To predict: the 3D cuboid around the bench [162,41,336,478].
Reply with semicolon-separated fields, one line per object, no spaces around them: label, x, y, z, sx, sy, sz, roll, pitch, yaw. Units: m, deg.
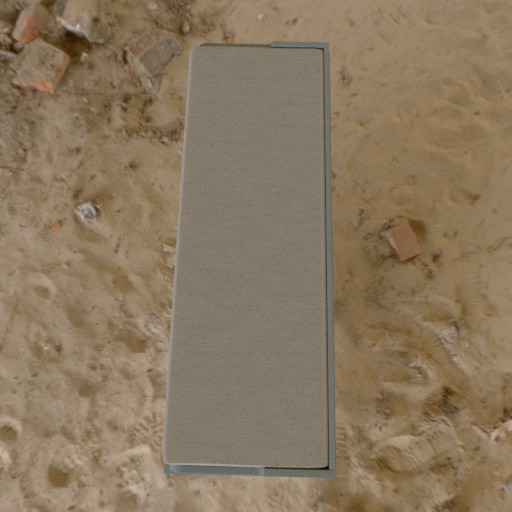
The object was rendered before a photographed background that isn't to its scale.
bench;0.000;0.000;1.351;0.398;0.501;1.140;1;76;0
